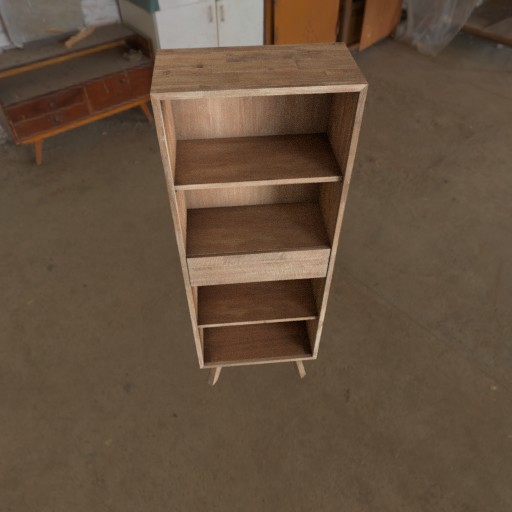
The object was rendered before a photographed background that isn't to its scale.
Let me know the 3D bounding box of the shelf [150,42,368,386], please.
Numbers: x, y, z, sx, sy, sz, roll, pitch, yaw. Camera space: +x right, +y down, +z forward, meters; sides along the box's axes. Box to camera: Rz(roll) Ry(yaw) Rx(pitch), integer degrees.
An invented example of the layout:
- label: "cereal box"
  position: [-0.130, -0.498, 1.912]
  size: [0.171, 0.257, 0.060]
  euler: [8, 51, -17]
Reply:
- label: "shelf"
  position: [0.000, 0.000, 1.561]
  size: [0.491, 1.342, 0.267]
  euler: [-4, 47, -4]
